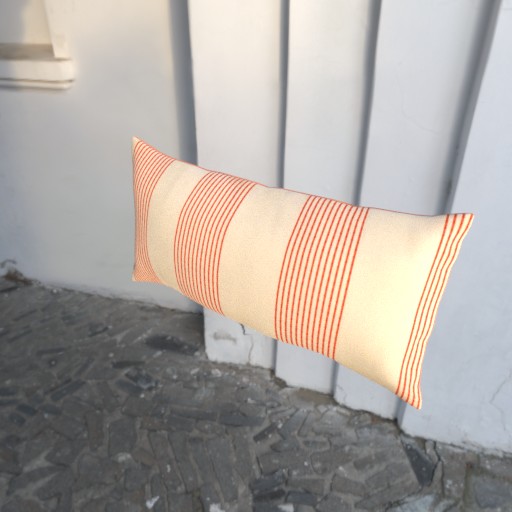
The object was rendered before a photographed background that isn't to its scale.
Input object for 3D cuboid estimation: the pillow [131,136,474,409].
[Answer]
[{"bbox_3d":[0.000,0.000,0.732,0.608,0.292,0.156,19,35,30],"label":"pillow"}]
